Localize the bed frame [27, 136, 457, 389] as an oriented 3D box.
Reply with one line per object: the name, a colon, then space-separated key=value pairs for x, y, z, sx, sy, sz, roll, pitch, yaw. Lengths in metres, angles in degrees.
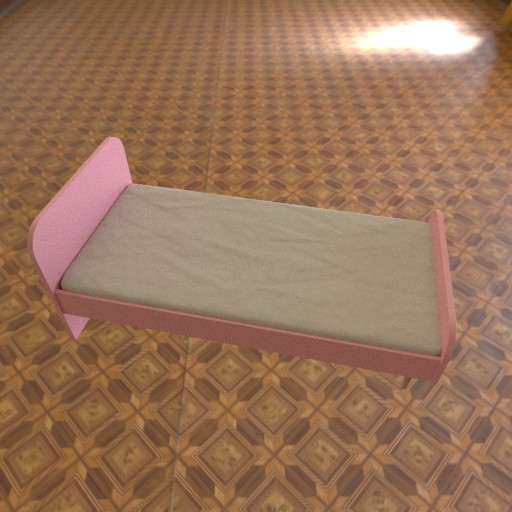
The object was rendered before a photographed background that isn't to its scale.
bed frame: x=0.000 y=0.000 z=2.473 sx=1.963 sy=0.805 sz=0.998 roll=9 pitch=45 yaw=9
